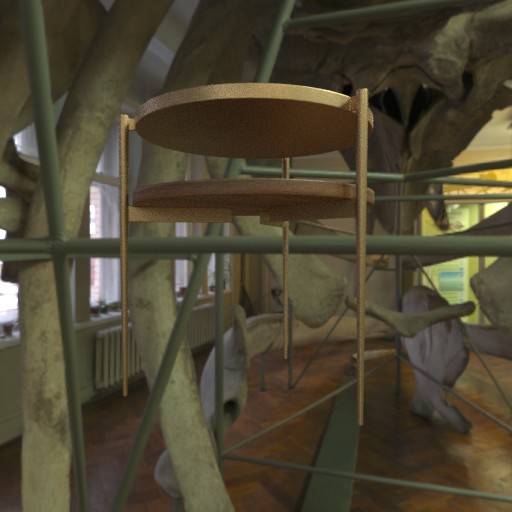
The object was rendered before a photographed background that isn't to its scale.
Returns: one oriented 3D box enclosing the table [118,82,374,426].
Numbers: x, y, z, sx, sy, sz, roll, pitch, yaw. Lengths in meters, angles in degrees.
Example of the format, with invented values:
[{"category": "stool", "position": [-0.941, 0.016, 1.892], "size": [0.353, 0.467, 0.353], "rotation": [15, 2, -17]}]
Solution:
[{"category": "table", "position": [0.000, 0.000, 0.832], "size": [0.430, 0.493, 0.456], "rotation": [0, 1, 19]}]
